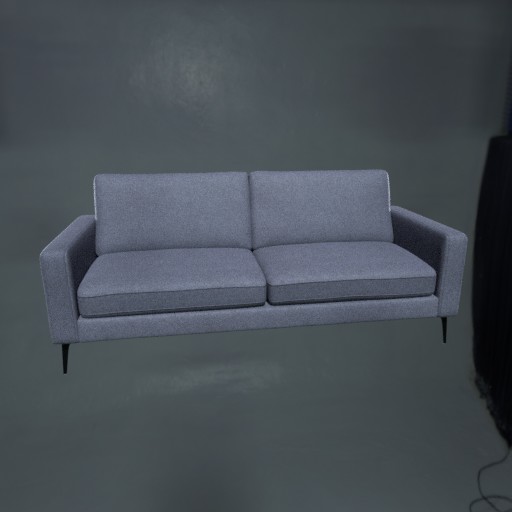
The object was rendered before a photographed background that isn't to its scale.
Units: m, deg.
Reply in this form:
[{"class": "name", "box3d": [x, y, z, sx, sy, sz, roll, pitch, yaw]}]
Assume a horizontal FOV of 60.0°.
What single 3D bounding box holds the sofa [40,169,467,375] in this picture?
[{"class": "sofa", "box3d": [0.000, 0.000, 2.355, 1.925, 0.828, 0.774, -3, 17, -8]}]
